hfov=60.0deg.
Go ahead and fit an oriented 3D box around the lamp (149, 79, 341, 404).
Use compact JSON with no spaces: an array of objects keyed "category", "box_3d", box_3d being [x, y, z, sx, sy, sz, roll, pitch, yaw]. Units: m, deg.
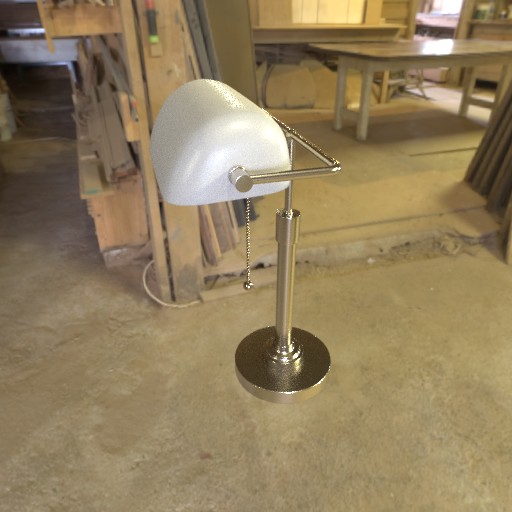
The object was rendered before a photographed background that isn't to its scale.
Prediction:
[{"category":"lamp","box_3d":[0.000,0.000,0.563,0.227,0.404,0.269,-8,31,-14]}]
